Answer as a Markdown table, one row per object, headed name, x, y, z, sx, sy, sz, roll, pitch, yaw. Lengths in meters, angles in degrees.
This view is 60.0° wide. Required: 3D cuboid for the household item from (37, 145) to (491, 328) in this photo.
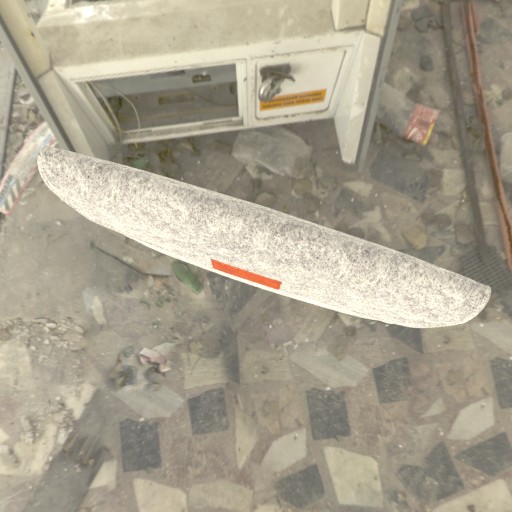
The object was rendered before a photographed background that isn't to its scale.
| name | x | y | z | sx | sy | sz | roll | pitch | yaw |
| --- | --- | --- | --- | --- | --- | --- | --- | --- | --- |
| household item | 0.000 | 0.000 | 0.418 | 0.335 | 0.221 | 0.057 | 18 | 77 | 4 |
